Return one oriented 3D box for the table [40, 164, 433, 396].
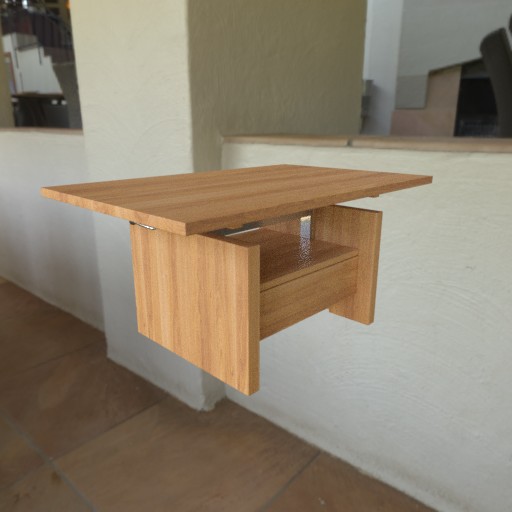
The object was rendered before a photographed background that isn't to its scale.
[{"bbox_3d":[0.000,0.000,1.519,0.700,0.510,1.100,16,23,42],"label":"table"}]
